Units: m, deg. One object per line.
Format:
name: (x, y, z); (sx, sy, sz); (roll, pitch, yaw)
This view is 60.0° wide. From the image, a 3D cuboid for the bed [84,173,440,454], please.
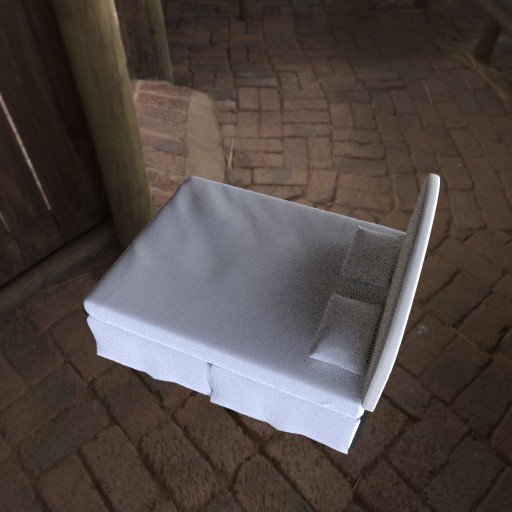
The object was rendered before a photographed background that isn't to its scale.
bed: (0.000, 0.000, 3.070); (2.005, 1.410, 1.607); (17, 49, 15)
